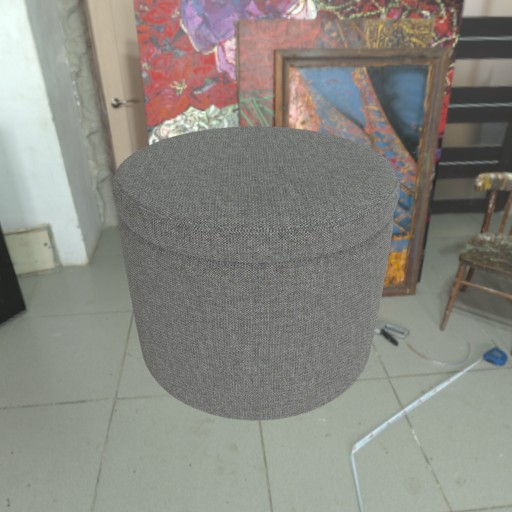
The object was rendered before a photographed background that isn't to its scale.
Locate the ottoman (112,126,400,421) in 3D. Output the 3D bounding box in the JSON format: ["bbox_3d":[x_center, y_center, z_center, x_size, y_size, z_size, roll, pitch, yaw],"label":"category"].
[{"bbox_3d":[0.000,0.000,0.920,0.520,0.430,0.520,0,31,0],"label":"ottoman"}]
